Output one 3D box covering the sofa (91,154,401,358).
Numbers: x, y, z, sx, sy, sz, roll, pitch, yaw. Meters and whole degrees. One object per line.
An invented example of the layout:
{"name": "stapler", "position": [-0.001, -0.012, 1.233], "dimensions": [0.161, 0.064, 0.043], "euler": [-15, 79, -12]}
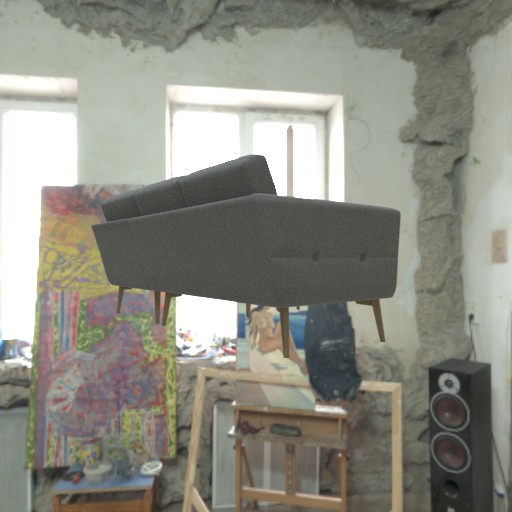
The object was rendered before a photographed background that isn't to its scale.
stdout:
{"name": "sofa", "position": [0.000, 0.000, 2.917], "dimensions": [1.530, 0.860, 2.040], "euler": [0, 0, -38]}
